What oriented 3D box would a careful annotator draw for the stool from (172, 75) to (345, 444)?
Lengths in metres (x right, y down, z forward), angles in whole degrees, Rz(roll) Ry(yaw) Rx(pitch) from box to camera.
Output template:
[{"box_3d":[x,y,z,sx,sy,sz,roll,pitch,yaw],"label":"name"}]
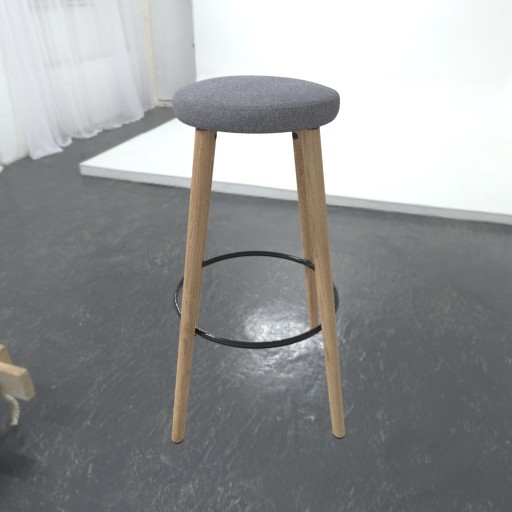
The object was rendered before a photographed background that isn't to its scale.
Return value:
[{"box_3d":[0.000,0.000,1.027,0.410,0.770,0.410,-1,30,-2],"label":"stool"}]
